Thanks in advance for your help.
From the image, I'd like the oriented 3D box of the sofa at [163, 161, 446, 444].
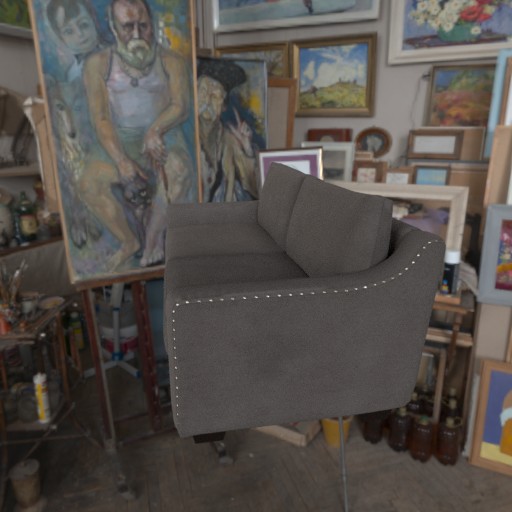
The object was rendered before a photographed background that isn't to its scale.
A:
[{"bbox_3d":[0.000,0.000,3.256,1.336,1.196,2.550,-3,17,-11],"label":"sofa"}]
